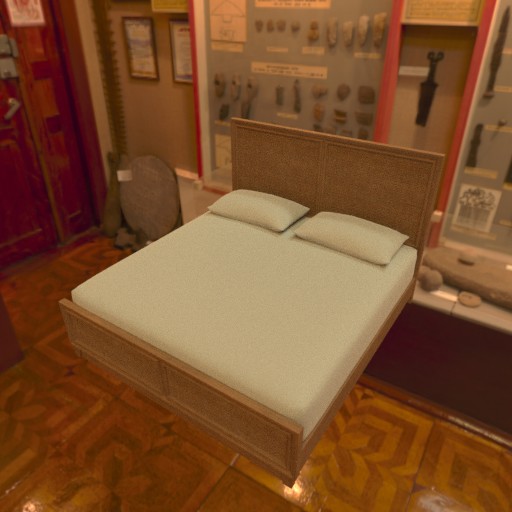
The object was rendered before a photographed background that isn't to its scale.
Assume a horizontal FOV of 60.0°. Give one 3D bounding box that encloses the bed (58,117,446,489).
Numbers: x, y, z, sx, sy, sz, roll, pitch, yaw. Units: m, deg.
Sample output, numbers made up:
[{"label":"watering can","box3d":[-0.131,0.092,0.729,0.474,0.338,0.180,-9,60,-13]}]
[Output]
[{"label":"bed","box3d":[0.000,0.000,3.433,2.003,1.387,2.184,19,36,29]}]
